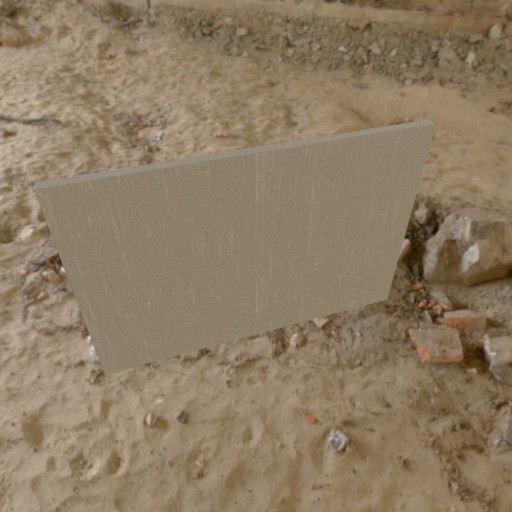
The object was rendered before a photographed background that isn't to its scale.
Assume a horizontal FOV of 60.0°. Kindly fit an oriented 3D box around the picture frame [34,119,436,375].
[{"bbox_3d":[0.000,0.000,1.224,0.950,0.640,0.029,-13,42,-14],"label":"picture frame"}]
